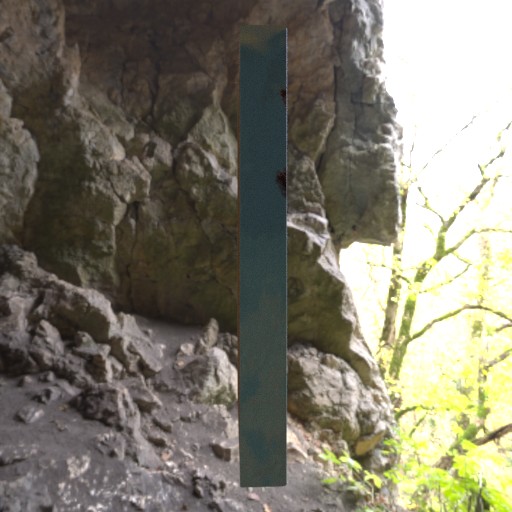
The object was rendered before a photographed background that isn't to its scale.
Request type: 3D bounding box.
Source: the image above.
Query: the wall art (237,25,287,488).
[{"bbox_3d":[0.000,0.000,0.488,0.039,0.380,0.251,0,0,-3],"label":"wall art"}]
